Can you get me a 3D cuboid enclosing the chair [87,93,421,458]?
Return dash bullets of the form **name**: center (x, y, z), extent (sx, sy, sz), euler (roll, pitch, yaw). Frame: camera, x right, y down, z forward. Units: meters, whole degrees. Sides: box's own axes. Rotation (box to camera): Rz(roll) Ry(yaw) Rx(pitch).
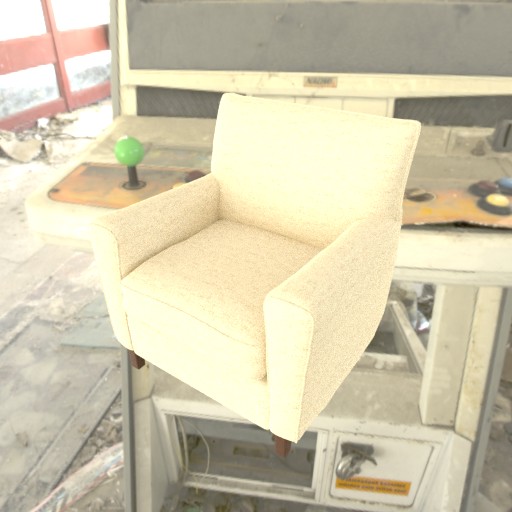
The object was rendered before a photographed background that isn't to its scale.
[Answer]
- **chair**: center (0.000, 0.000, 1.625), extent (0.870, 0.943, 0.823), euler (20, 36, 29)
